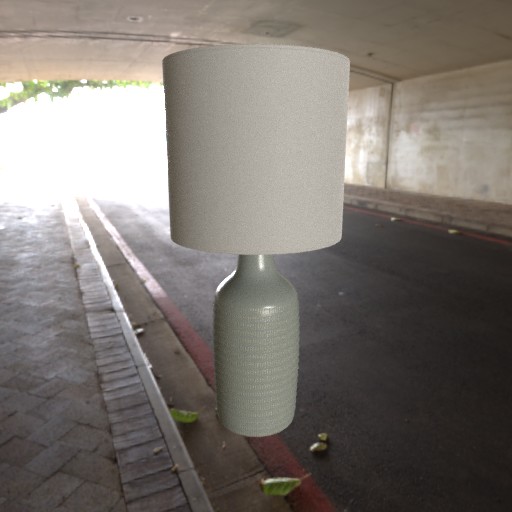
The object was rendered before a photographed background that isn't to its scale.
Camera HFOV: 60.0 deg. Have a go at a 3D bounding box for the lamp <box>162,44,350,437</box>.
[{"bbox_3d":[0.000,0.000,0.589,0.220,0.475,0.220,2,14,8],"label":"lamp"}]
